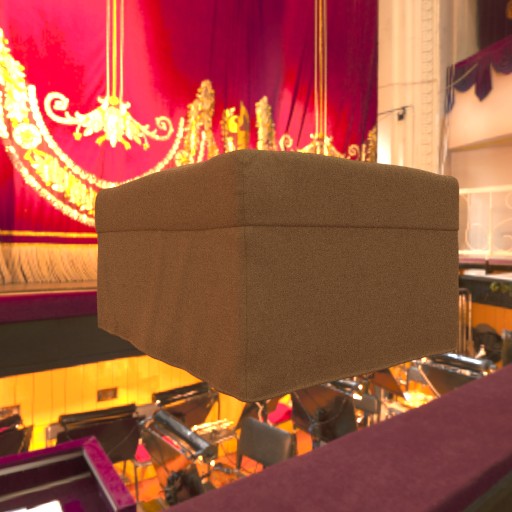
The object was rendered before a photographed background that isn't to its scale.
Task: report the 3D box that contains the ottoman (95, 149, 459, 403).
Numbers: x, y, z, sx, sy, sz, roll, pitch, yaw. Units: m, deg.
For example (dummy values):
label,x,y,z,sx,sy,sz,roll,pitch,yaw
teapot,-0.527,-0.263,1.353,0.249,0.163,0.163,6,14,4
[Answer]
label,x,y,z,sx,sy,sz,roll,pitch,yaw
ottoman,0.000,0.000,1.223,0.650,0.485,0.833,-1,2,-36
